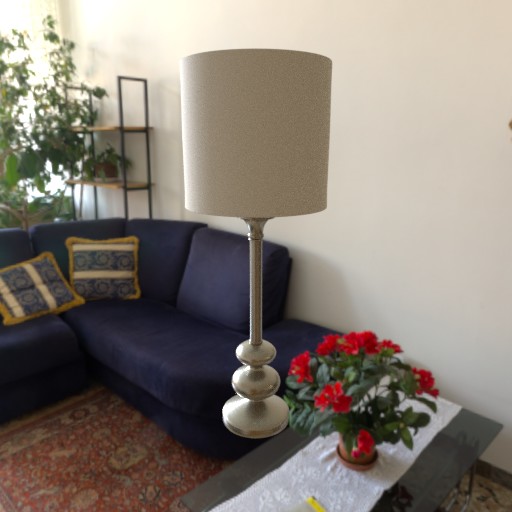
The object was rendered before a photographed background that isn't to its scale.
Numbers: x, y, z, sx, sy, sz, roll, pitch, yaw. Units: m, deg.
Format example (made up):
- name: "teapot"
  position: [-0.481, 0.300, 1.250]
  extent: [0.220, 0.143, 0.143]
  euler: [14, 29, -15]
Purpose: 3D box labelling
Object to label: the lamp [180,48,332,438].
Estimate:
- name: "lamp"
  position: [0.000, 0.000, 0.827]
  extent: [0.254, 0.690, 0.254]
  euler: [2, 15, 8]
